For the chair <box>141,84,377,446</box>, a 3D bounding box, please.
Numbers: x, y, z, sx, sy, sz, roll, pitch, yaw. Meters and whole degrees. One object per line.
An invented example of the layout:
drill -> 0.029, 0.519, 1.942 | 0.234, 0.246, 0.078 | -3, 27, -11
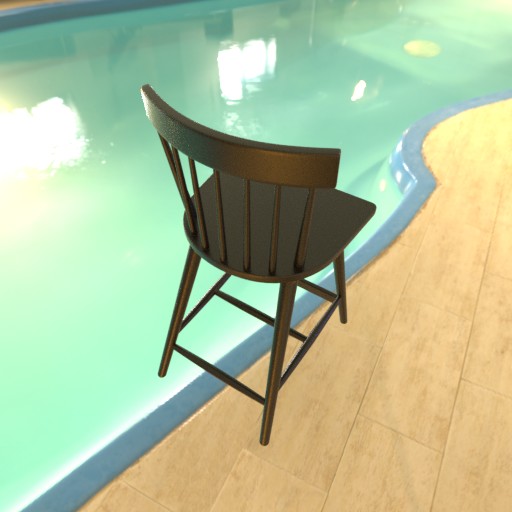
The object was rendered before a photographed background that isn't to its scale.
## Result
chair -> 0.000, 0.000, 1.259 | 0.483, 0.952, 0.572 | 25, 52, 22
